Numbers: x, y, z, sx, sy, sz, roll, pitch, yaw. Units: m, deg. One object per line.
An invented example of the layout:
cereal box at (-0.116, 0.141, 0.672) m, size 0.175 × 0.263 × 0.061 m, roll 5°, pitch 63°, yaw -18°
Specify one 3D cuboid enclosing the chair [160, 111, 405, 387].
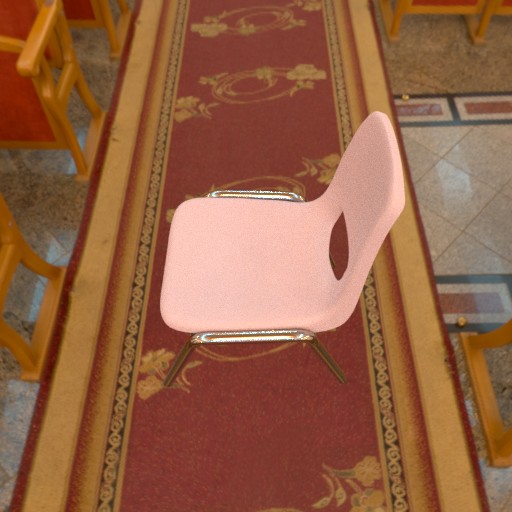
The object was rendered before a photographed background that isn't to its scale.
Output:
chair at (0.000, 0.000, 0.868) m, size 0.423 × 0.586 × 0.354 m, roll 1°, pitch 58°, yaw 0°
